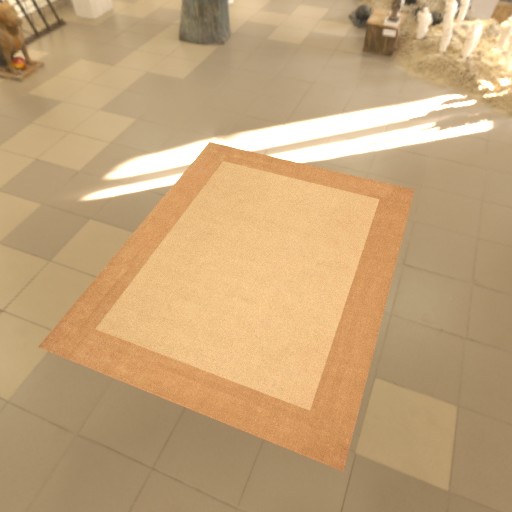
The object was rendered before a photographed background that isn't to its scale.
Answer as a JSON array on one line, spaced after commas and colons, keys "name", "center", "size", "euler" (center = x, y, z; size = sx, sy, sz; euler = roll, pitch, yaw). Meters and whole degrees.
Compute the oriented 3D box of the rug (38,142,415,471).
[{"name": "rug", "center": [0.000, 0.000, 4.102], "size": [2.438, 0.014, 3.048], "euler": [17, 50, 15]}]
